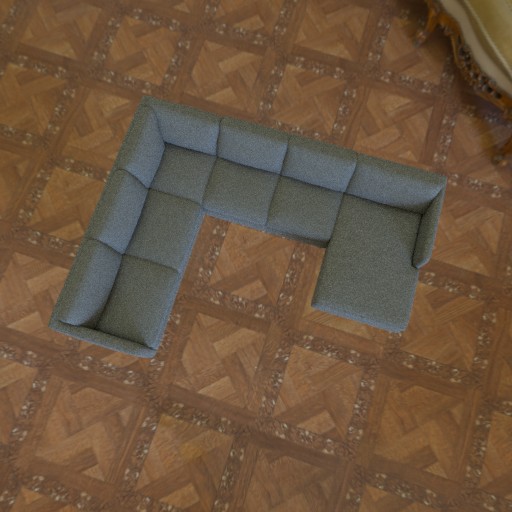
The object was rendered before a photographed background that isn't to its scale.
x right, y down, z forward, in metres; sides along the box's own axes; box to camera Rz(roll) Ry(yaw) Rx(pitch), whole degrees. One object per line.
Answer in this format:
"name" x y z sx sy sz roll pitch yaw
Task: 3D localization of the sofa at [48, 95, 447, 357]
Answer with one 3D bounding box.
"sofa" 0.000 0.000 4.452 3.238 0.853 2.551 16 76 4
